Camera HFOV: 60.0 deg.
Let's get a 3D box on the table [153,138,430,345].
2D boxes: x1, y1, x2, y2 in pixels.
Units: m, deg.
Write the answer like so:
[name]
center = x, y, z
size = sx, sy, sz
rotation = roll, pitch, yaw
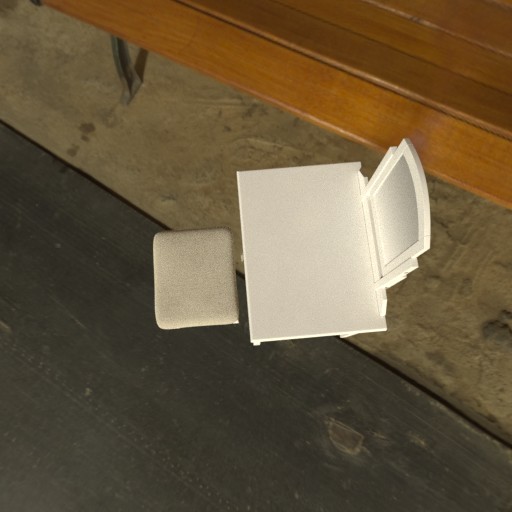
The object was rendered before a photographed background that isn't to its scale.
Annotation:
[table]
center = 0.000, 0.000, 2.280
size = 1.211, 1.631, 0.876
rotation = -5, 76, -1
